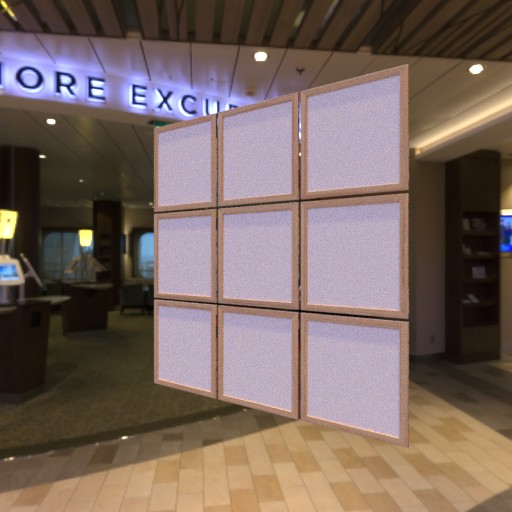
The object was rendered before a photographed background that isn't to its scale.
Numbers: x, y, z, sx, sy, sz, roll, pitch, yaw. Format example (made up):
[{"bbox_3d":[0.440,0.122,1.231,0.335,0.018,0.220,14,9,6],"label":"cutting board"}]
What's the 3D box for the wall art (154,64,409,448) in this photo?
[{"bbox_3d":[0.000,0.000,2.227,1.519,1.534,0.013,0,0,36],"label":"wall art"}]
